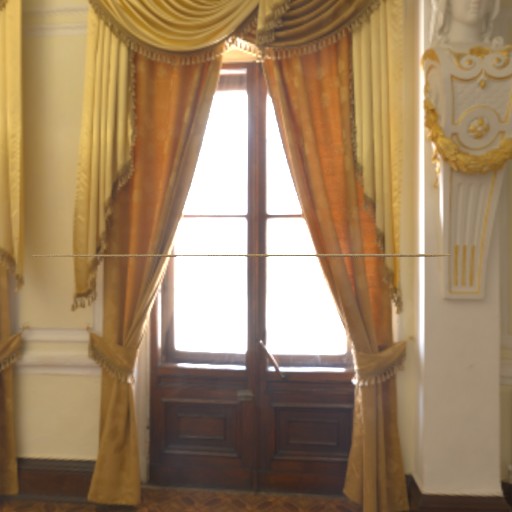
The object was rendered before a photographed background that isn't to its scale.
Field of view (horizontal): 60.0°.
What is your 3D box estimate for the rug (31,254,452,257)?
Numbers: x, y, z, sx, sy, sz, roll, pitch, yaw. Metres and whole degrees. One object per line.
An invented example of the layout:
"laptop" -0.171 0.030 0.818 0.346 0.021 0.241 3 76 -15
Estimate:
"rug" 0.000 0.000 2.966 2.284 0.008 1.522 0 0 18
